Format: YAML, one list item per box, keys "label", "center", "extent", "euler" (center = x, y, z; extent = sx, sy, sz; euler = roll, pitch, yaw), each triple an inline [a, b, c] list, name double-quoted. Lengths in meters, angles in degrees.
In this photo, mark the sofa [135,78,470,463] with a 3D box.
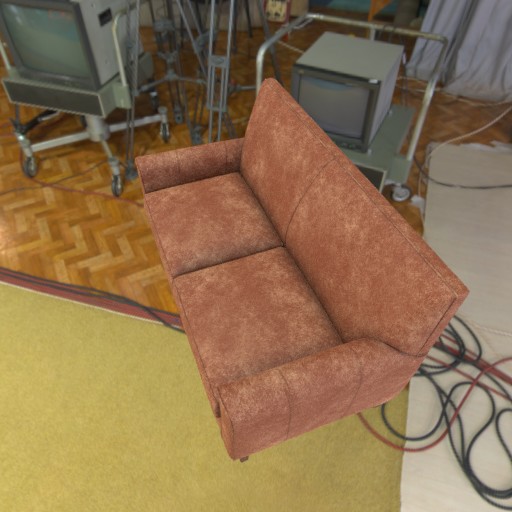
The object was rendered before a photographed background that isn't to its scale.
- label: "sofa"
  center: [0.000, 0.000, 1.980]
  extent: [0.787, 0.871, 1.473]
  euler: [-16, 49, -14]
